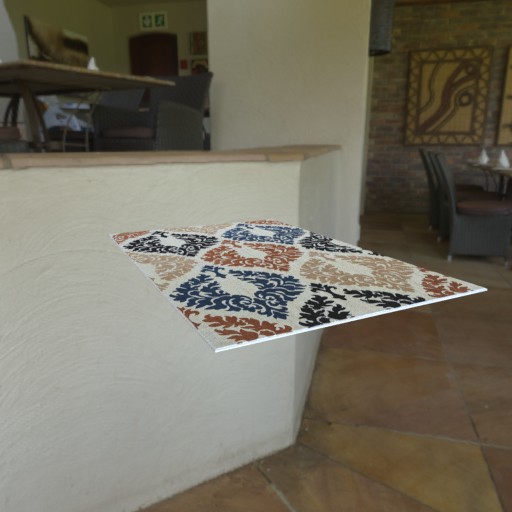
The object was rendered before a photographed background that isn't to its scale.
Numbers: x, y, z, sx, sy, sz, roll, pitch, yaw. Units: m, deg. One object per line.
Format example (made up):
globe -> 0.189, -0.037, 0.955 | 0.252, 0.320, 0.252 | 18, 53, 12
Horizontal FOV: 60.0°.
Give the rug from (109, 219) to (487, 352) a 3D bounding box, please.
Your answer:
rug -> 0.000, 0.000, 2.924 | 1.514, 0.014, 2.275 | -7, 17, -26
